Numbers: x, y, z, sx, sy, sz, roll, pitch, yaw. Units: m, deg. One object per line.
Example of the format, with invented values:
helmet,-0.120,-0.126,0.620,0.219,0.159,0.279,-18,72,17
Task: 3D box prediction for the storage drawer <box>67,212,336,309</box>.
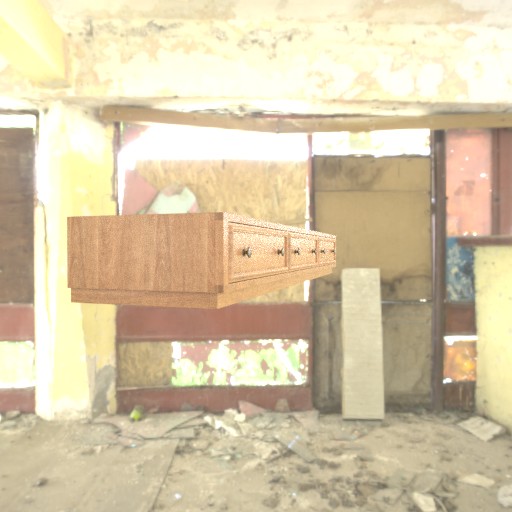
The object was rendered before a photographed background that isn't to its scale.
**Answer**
storage drawer,0.000,0.000,2.231,0.538,0.264,2.032,0,1,19
